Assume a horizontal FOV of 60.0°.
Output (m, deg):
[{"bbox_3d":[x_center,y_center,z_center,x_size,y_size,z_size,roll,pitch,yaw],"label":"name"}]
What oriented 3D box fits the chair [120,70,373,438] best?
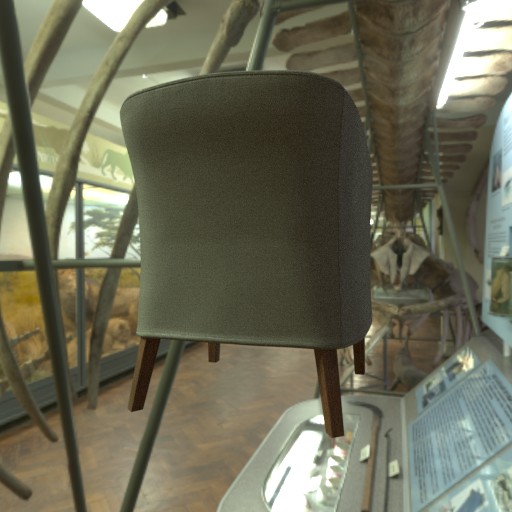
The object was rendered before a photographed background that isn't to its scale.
[{"bbox_3d":[0.000,0.000,1.240,0.600,0.771,0.668,0,0,18],"label":"chair"}]
